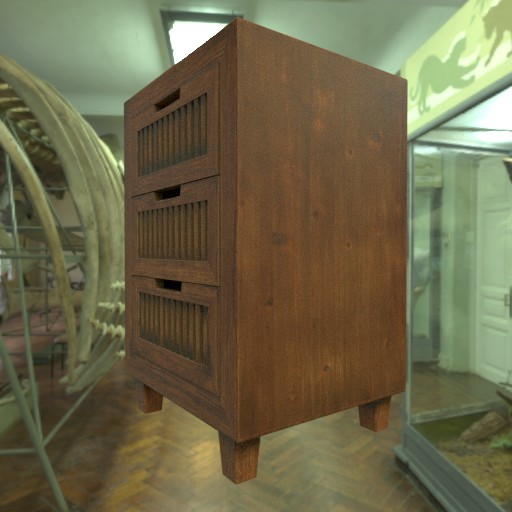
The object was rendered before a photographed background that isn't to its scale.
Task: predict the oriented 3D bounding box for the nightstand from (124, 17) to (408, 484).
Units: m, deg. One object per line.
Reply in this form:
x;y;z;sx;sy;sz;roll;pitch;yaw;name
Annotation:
0.000;0.000;0.946;0.410;0.695;0.465;-1;1;-36;nightstand
